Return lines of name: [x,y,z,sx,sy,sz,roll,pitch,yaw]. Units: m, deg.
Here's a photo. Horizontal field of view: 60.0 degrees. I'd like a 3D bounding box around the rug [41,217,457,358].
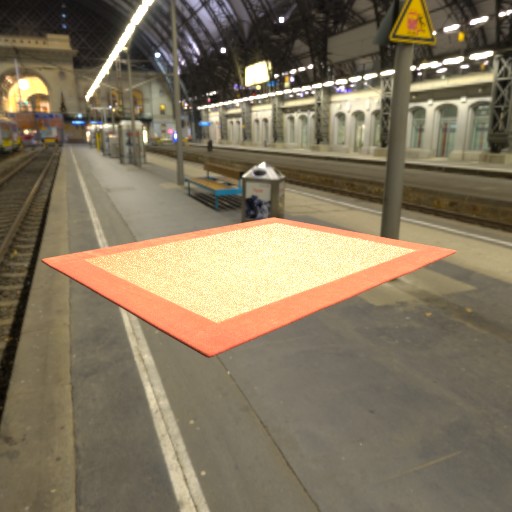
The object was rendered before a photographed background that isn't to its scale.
rug: [0.000,0.000,4.047,2.976,0.018,2.430,-14,21,-42]
